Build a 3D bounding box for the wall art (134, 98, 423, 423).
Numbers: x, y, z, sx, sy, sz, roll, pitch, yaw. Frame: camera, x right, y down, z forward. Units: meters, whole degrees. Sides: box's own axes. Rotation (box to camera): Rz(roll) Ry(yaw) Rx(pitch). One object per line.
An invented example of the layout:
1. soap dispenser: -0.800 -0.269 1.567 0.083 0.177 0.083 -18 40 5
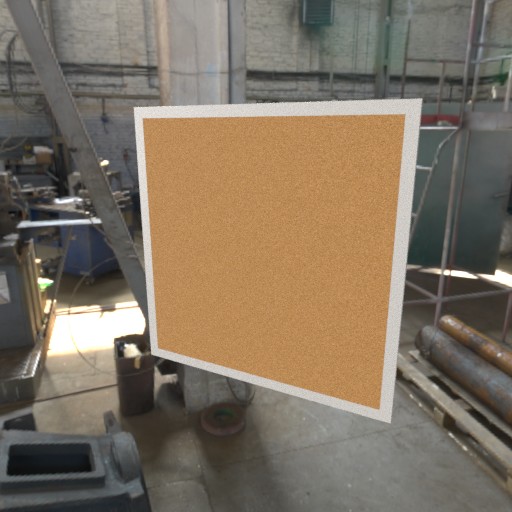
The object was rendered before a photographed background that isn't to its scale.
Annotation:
1. wall art: 0.000 0.000 0.858 0.558 0.559 0.009 8 18 27
